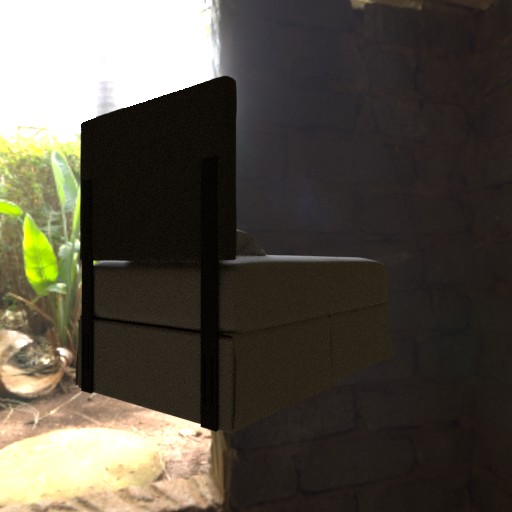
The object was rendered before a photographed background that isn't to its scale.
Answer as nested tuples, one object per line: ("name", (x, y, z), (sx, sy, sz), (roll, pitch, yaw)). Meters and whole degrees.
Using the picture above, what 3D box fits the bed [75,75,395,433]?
("bed", (0.000, 0.000, 3.046), (1.261, 1.571, 1.997), (0, -1, 36))
